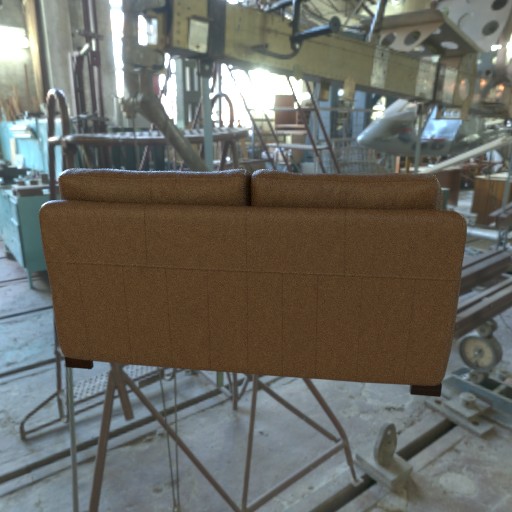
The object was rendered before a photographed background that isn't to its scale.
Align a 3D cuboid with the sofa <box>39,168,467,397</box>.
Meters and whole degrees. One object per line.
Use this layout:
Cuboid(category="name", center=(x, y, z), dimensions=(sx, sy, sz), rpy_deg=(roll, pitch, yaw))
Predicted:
Cuboid(category="sofa", center=(0.000, 0.000, 2.386), dimensions=(1.855, 0.980, 0.962), rpy_deg=(2, 17, 8))
